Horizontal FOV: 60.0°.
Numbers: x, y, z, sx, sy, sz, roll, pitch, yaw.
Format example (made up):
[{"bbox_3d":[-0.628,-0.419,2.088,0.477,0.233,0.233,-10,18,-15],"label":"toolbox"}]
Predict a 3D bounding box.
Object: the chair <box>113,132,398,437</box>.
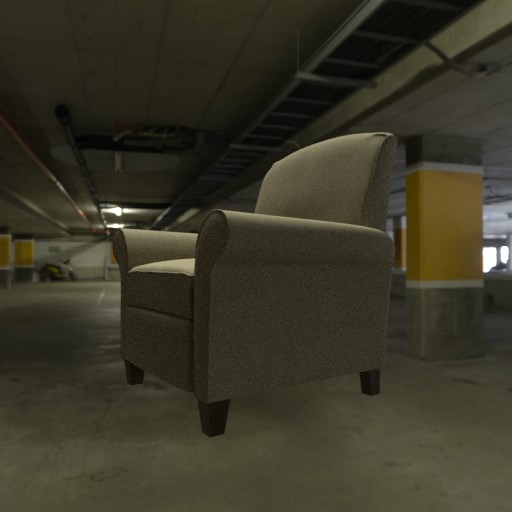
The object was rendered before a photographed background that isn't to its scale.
[{"bbox_3d":[0.000,0.000,1.807,0.905,1.061,0.978,0,-1,-35],"label":"chair"}]
